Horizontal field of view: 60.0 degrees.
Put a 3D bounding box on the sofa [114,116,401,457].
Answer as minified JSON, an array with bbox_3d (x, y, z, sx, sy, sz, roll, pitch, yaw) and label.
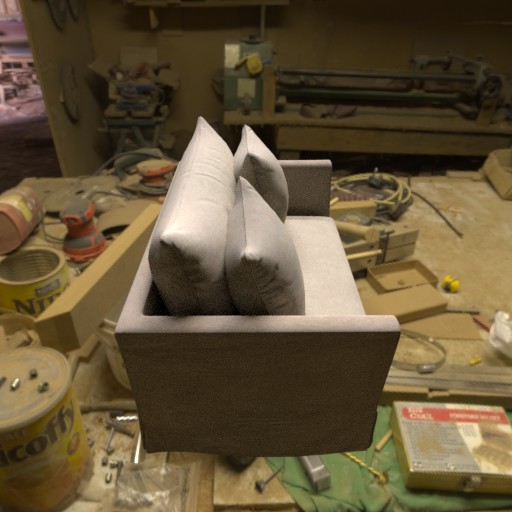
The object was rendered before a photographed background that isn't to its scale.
[{"bbox_3d":[0.000,0.000,2.258,1.035,1.040,1.608,0,33,0],"label":"sofa"}]
